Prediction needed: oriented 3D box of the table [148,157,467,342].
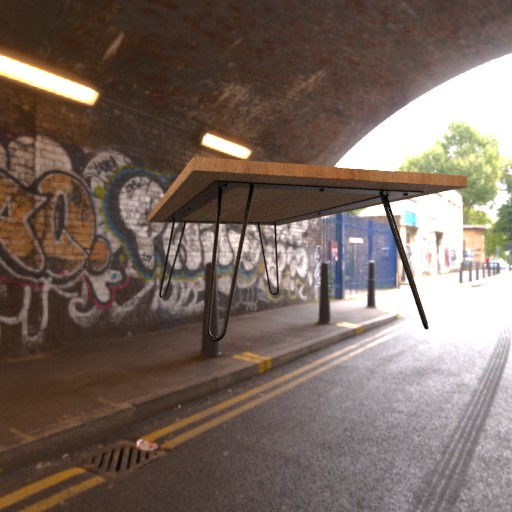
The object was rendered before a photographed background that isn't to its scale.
[{"bbox_3d":[0.000,0.000,1.660,0.699,0.400,1.348,0,0,-18],"label":"table"}]
